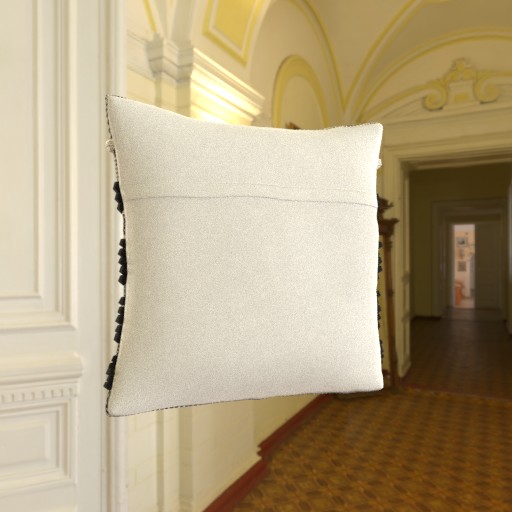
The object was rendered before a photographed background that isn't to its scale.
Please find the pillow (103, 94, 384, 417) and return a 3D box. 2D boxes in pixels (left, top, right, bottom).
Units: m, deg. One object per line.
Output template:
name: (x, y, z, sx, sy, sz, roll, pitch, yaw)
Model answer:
pillow: (0.000, 0.000, 0.669, 0.436, 0.438, 0.156, 0, 0, -18)
